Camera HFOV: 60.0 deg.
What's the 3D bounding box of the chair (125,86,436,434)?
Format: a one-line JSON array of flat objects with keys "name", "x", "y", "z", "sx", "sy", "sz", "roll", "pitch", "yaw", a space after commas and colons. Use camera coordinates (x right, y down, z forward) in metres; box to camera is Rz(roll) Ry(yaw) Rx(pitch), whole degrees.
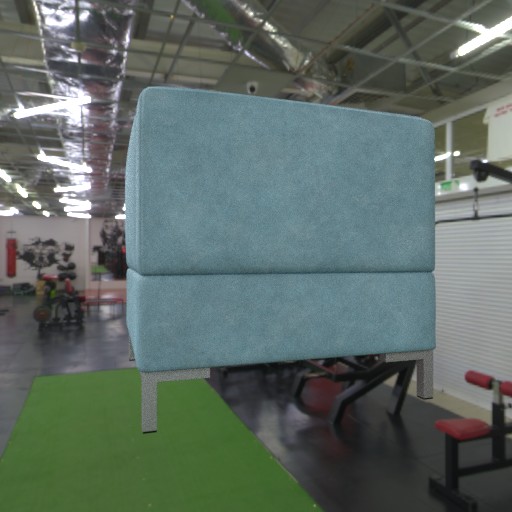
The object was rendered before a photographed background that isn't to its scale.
[{"name": "chair", "x": 0.000, "y": 0.000, "z": 1.231, "sx": 0.691, "sy": 0.660, "sz": 0.684, "roll": 0, "pitch": 0, "yaw": -18}]
